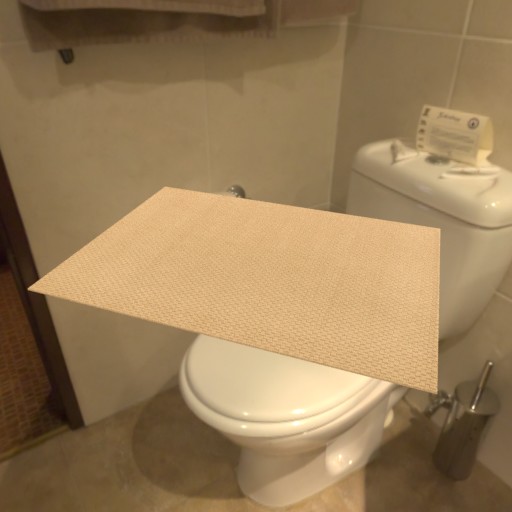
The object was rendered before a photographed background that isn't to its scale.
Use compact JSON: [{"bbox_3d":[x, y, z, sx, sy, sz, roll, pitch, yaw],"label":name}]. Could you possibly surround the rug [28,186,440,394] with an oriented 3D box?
[{"bbox_3d":[0.000,0.000,2.749,2.144,0.013,1.509,11,34,17],"label":"rug"}]
